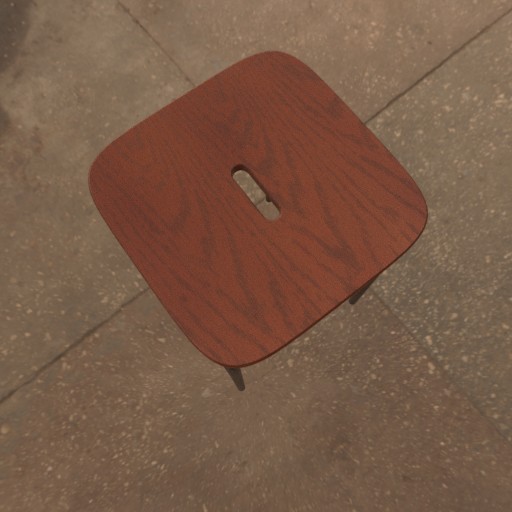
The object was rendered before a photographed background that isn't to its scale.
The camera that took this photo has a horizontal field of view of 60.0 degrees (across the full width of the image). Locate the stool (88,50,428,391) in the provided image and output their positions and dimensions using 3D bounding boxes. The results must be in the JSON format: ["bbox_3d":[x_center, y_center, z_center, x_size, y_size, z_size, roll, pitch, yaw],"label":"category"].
[{"bbox_3d":[0.000,0.000,0.869,0.376,0.610,0.376,-36,77,-9],"label":"stool"}]
